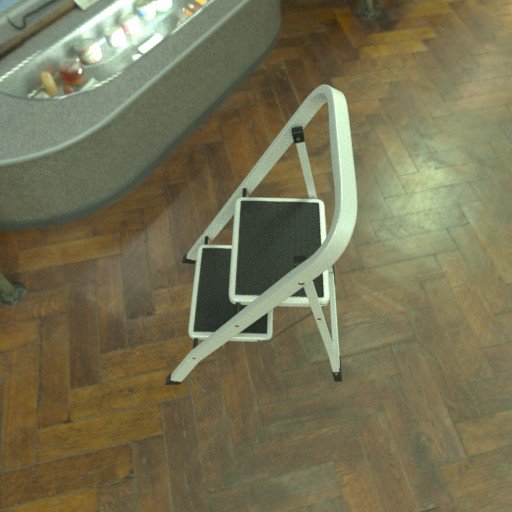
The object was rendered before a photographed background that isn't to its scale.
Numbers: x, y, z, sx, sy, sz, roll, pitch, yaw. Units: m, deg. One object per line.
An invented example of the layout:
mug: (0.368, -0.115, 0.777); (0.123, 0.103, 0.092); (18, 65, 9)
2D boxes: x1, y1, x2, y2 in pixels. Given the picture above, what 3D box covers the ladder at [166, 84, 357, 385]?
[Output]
ladder: (0.000, 0.000, 1.136); (0.544, 0.810, 0.460); (2, 59, 1)
